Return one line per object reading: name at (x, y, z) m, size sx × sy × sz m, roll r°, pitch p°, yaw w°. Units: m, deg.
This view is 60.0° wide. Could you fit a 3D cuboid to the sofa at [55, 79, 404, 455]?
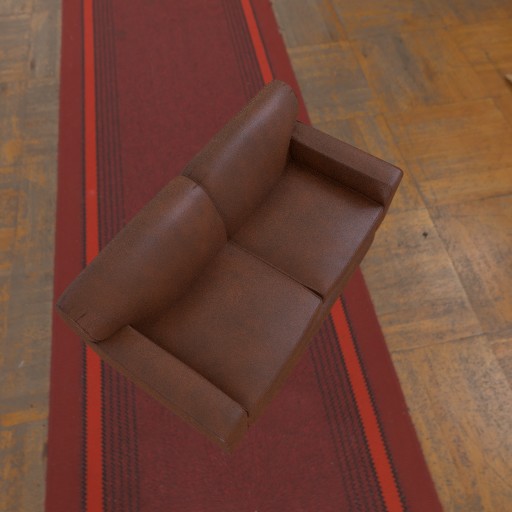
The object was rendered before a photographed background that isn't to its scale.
sofa at (0.000, 0.000, 2.548) m, size 1.000 × 0.966 × 1.856 m, roll 30°, pitch 64°, yaw 16°
